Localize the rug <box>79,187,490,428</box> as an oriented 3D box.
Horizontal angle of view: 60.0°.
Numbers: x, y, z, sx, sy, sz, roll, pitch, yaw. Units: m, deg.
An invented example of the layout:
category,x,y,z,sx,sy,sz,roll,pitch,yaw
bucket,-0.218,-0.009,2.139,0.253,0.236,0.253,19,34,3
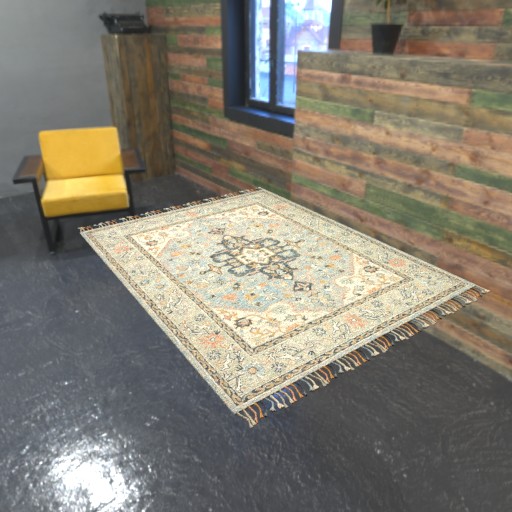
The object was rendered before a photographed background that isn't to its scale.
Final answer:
category,x,y,z,sx,sy,sz,roll,pitch,yaw
rug,0.000,0.000,2.212,1.278,0.009,1.730,-18,32,-31
